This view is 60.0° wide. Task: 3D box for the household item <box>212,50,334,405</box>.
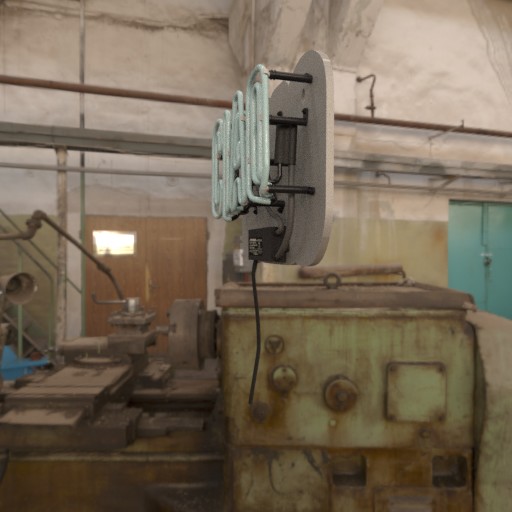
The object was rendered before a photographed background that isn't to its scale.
[{"bbox_3d":[0.000,0.000,0.384,0.042,0.294,0.211,0,1,-17],"label":"household item"}]
